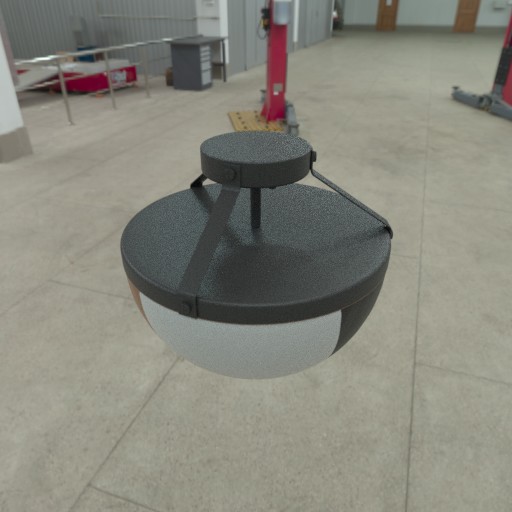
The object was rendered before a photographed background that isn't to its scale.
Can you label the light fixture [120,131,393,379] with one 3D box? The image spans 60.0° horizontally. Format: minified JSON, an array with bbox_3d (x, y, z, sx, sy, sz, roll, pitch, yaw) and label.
[{"bbox_3d":[0.000,0.000,0.531,0.304,0.269,0.304,0,30,0],"label":"light fixture"}]
